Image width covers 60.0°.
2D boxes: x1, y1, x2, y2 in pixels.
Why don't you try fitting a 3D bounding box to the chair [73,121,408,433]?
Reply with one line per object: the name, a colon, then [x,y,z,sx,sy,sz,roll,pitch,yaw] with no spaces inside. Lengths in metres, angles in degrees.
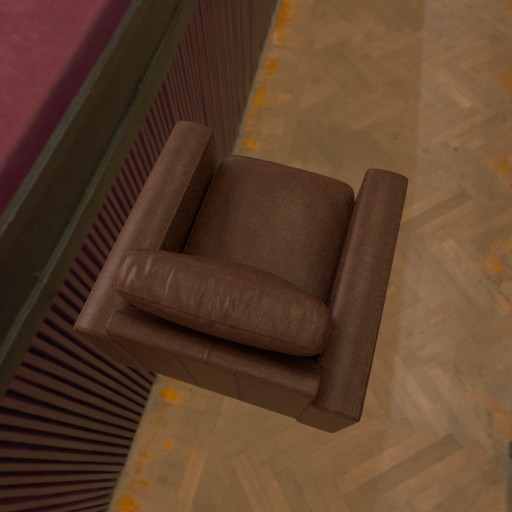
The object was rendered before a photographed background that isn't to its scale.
chair: [0.000,0.000,1.757,1.005,0.873,1.016,16,66,7]
